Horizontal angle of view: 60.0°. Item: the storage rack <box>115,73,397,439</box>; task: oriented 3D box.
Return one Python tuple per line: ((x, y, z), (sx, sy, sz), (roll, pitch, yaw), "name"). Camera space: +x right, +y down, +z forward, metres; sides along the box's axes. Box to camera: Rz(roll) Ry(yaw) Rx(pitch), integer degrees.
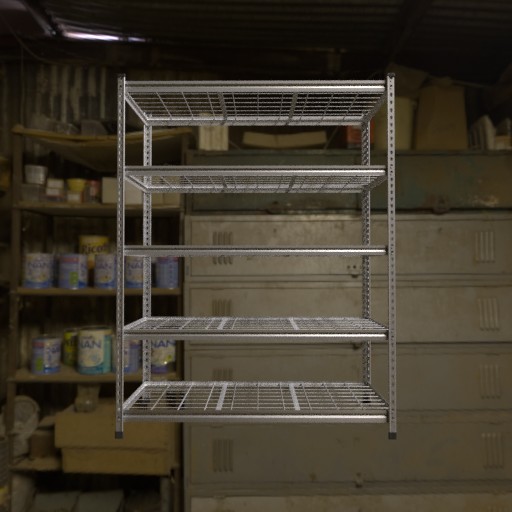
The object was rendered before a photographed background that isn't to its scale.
((0.000, 0.000, 2.705), (1.524, 1.981, 0.610), (0, -1, 0), "storage rack")
